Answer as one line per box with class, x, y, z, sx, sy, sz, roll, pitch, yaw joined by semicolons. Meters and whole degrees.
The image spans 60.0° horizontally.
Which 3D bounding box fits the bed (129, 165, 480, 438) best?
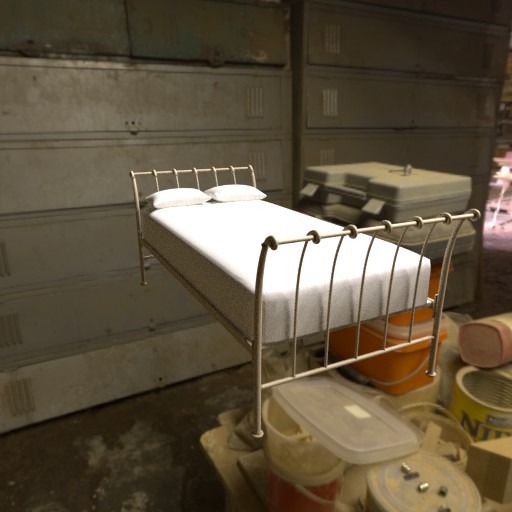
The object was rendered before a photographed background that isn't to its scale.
bed;0.000;0.000;2.724;1.032;0.873;2.228;-9;19;-26
